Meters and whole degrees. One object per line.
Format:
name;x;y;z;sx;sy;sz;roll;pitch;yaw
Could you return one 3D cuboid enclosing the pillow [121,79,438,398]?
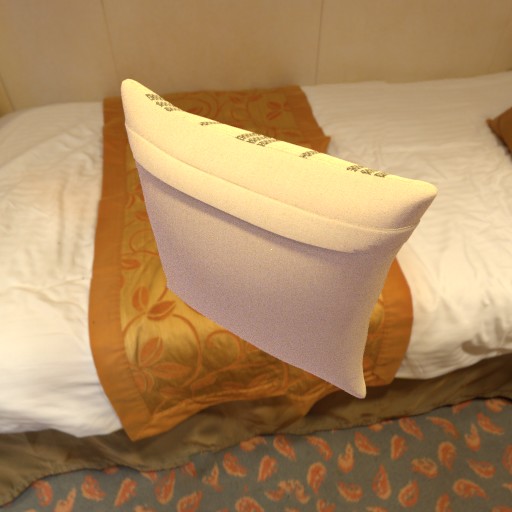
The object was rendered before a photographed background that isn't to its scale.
pillow;0.000;0.000;0.622;0.405;0.406;0.173;26;51;23
